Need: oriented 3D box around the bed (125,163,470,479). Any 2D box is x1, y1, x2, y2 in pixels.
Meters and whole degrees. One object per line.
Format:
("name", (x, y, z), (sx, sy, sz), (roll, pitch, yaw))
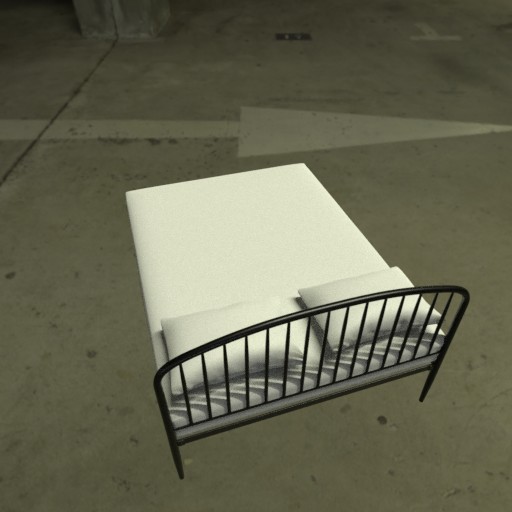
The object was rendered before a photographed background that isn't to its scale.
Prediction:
("bed", (0.000, 0.000, 3.086), (1.618, 1.166, 2.159), (-12, 42, -14))
